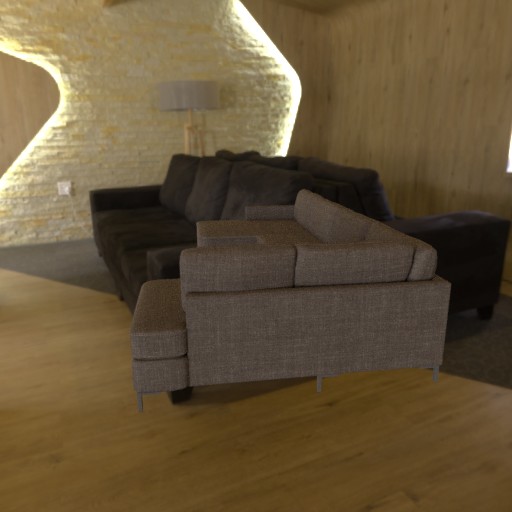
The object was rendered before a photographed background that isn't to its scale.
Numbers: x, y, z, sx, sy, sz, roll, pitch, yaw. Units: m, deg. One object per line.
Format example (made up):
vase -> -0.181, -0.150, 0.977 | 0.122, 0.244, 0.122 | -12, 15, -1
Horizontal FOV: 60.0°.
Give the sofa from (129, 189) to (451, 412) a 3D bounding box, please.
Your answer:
sofa -> 0.000, 0.000, 4.368 | 2.048, 0.999, 3.423 | -2, 16, -9
